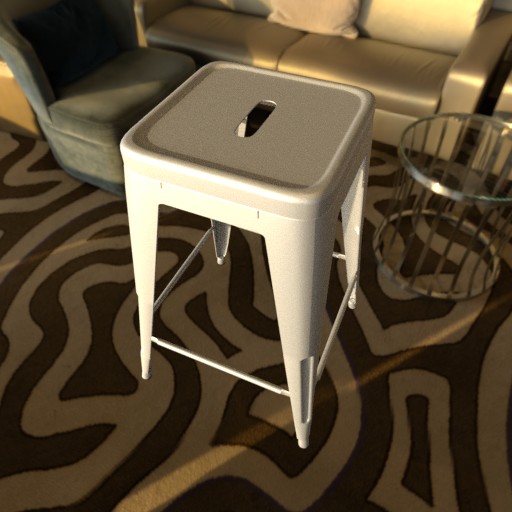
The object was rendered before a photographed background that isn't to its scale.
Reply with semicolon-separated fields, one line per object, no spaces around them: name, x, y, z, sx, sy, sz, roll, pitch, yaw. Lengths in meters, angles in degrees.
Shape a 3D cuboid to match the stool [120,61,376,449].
stool;0.000;0.000;0.871;0.406;0.610;0.406;18;50;16
